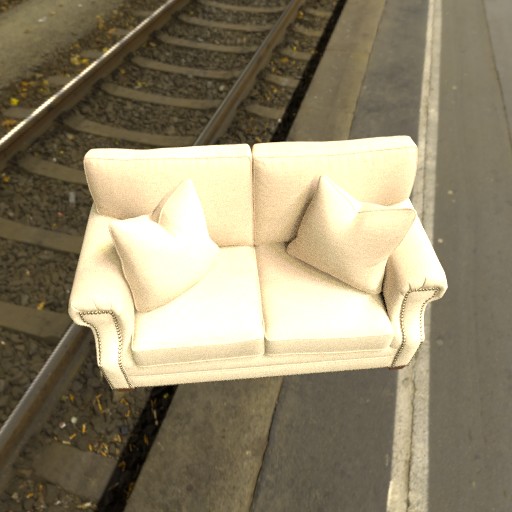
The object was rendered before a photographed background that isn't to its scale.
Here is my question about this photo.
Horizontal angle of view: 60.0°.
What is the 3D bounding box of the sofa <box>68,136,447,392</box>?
[{"bbox_3d":[0.000,0.000,2.263,1.701,0.966,0.966,-4,48,-3],"label":"sofa"}]
